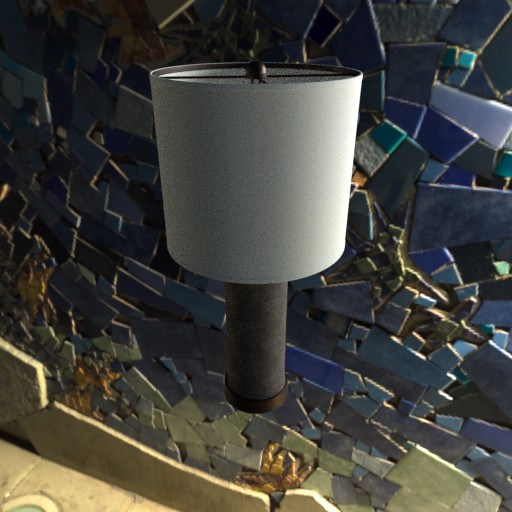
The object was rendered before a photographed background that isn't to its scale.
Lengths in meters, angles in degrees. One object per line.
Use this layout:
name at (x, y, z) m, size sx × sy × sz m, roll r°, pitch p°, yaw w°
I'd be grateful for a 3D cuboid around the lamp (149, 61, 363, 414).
lamp at (0.000, 0.000, 0.779) m, size 0.301 × 0.630 × 0.301 m, roll 19°, pitch 33°, yaw 32°
